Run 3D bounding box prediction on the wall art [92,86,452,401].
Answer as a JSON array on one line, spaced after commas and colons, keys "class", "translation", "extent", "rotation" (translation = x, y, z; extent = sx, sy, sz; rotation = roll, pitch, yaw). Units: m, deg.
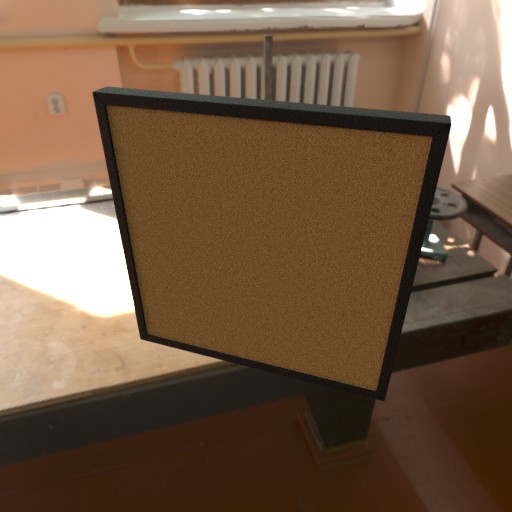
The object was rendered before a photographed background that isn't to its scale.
[{"class": "wall art", "translation": [0.000, 0.000, 0.752], "extent": [0.508, 0.508, 0.037], "rotation": [10, 35, 15]}]
